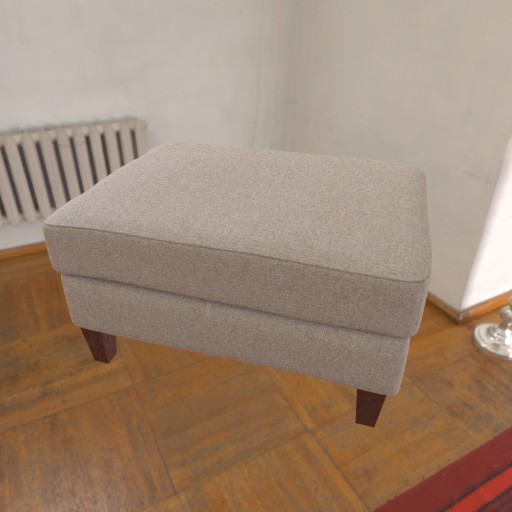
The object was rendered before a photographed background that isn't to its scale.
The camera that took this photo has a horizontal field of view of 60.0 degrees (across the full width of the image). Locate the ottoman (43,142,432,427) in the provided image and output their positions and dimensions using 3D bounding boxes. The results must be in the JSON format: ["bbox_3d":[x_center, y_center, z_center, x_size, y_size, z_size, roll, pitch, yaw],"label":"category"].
[{"bbox_3d":[0.000,0.000,1.307,0.898,0.519,0.677,9,33,14],"label":"ottoman"}]
